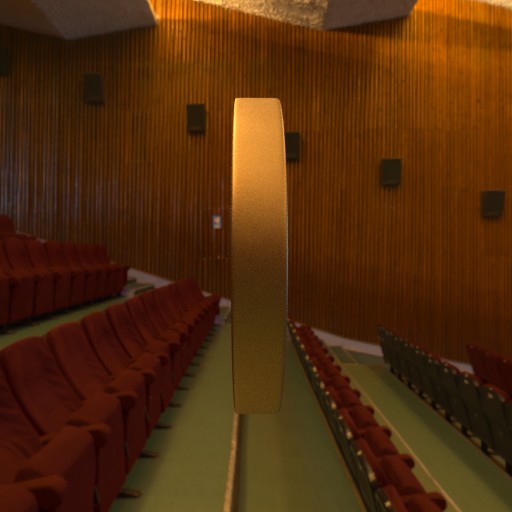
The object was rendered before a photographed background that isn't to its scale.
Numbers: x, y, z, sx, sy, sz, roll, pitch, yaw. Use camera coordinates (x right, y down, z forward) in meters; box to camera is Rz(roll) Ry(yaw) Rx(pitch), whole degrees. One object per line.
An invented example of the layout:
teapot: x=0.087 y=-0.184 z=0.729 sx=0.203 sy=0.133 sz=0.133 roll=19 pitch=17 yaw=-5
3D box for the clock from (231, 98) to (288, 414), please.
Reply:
clock: x=0.000 y=0.000 z=0.467 sx=0.040 sy=0.314 sz=0.314 roll=0 pitch=0 yaw=-1
